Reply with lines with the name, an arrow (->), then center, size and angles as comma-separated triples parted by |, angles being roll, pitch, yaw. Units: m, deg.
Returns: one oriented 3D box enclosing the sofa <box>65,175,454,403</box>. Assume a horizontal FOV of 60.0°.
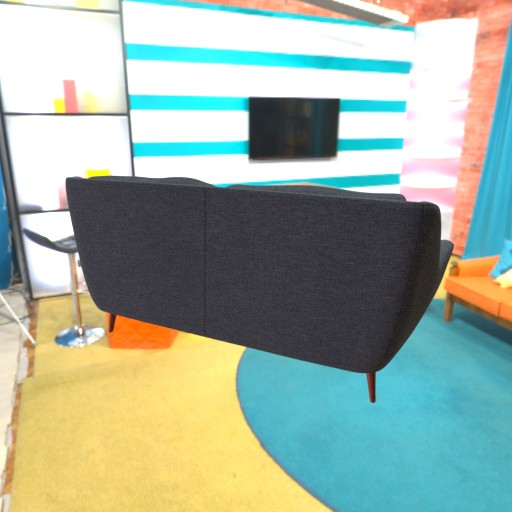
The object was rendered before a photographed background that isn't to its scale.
sofa -> 0.000, 0.000, 2.424 | 1.929, 0.896, 0.975 | 8, 18, 26
